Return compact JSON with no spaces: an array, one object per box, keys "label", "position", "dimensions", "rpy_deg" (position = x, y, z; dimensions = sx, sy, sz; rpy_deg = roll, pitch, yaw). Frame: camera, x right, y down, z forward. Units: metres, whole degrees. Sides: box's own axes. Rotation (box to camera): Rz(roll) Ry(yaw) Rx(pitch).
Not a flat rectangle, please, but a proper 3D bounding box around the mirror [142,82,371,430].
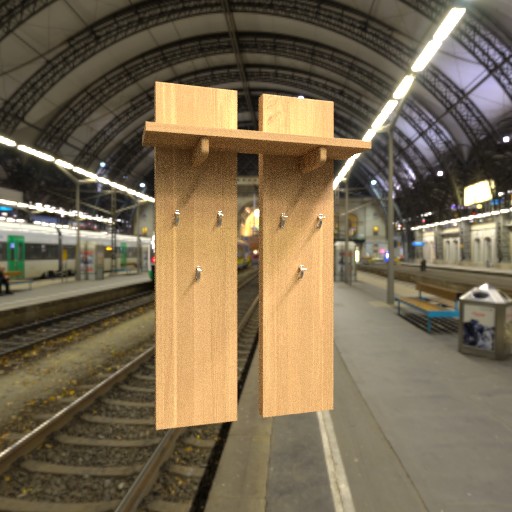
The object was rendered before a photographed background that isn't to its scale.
[{"label":"mirror","position":[0.000,0.000,1.623],"dimensions":[0.800,1.250,0.260],"rpy_deg":[0,0,-17]}]
